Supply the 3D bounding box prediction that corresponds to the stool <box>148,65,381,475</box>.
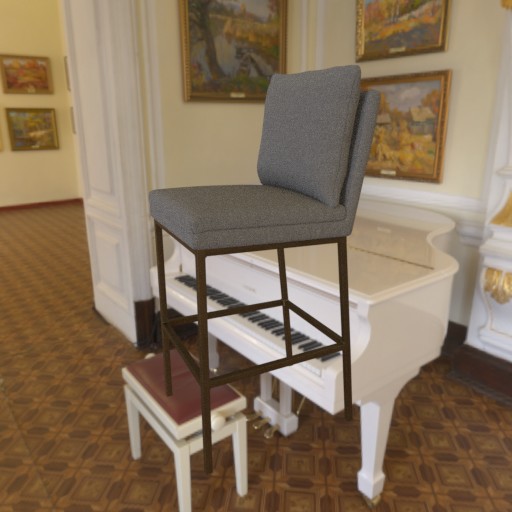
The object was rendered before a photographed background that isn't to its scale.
[{"bbox_3d":[0.000,0.000,1.420,0.569,1.132,0.463,-8,19,-25],"label":"stool"}]
